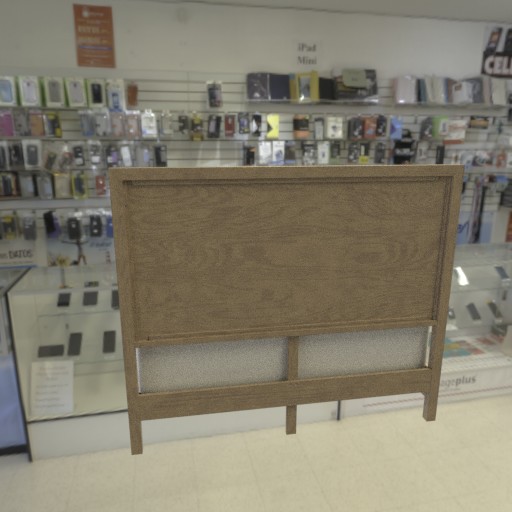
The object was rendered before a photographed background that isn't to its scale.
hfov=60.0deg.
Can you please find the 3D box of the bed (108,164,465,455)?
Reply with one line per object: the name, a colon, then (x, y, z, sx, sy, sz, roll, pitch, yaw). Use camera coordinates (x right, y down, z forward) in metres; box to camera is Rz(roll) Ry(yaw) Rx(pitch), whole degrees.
bed: (0.000, 0.000, 3.158, 1.606, 1.369, 2.189, -2, 15, -10)
